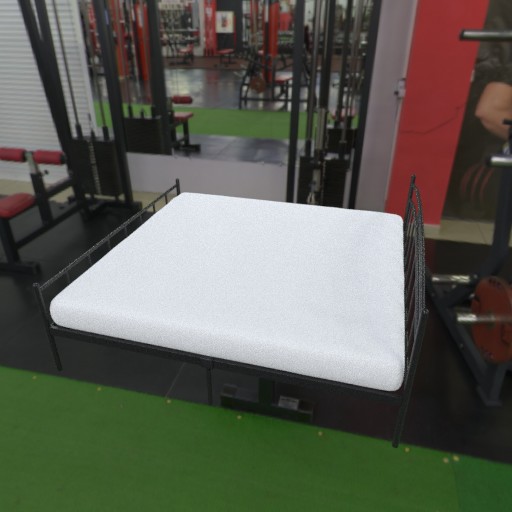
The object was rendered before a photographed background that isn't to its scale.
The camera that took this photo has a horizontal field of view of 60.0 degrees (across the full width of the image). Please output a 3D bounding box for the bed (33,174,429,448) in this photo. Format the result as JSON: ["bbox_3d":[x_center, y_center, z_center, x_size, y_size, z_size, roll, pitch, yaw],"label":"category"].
[{"bbox_3d":[0.000,0.000,3.064,2.040,0.940,1.880,8,30,14],"label":"bed"}]
